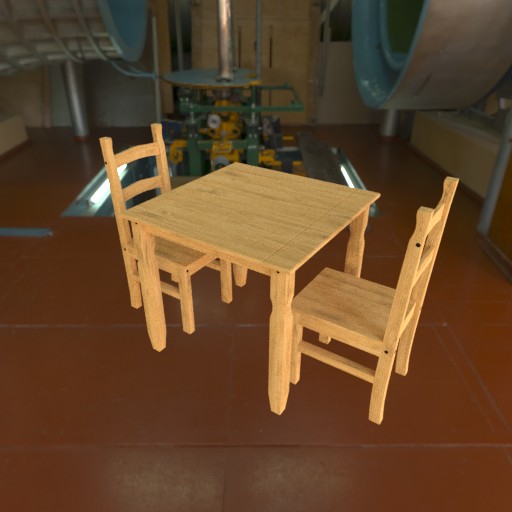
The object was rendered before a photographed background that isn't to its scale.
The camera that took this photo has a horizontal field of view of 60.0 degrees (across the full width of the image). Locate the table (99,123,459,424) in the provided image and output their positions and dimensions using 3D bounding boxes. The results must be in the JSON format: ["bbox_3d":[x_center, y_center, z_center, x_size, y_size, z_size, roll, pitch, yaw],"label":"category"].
[{"bbox_3d":[0.000,0.000,2.045,1.501,0.942,0.813,18,35,29],"label":"table"}]
